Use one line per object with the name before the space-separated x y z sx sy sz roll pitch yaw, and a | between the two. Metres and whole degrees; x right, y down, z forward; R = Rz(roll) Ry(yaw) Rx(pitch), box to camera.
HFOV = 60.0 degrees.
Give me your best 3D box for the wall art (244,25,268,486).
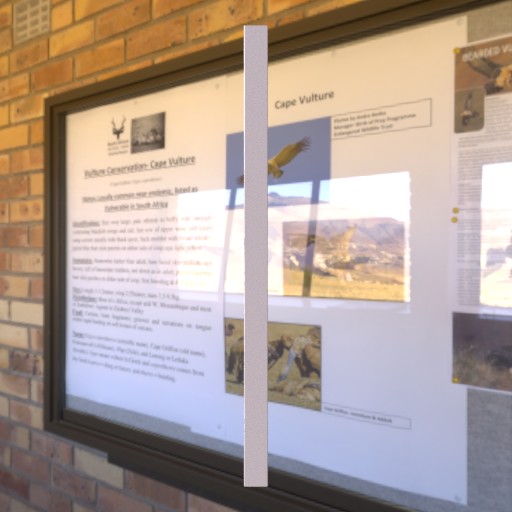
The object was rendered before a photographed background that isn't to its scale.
wall art | 0.000 0.000 0.979 0.039 0.753 0.511 0 0 0
